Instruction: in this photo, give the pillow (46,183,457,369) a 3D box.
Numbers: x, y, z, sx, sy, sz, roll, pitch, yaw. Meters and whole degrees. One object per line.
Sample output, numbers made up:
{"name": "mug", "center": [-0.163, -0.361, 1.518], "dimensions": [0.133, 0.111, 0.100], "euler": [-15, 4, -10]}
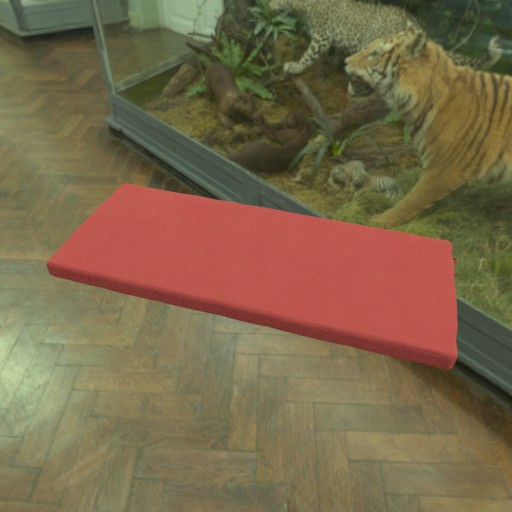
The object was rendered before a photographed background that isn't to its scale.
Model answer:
{"name": "pillow", "center": [0.000, 0.000, 1.357], "dimensions": [1.187, 0.081, 0.492], "euler": [11, 43, 13]}
